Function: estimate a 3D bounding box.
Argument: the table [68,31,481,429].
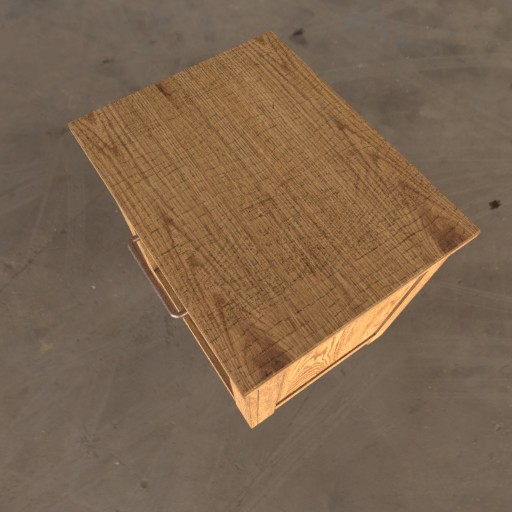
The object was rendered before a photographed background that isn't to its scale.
[{"bbox_3d":[0.000,0.000,1.056,0.494,0.625,0.601,-31,67,-15],"label":"table"}]
